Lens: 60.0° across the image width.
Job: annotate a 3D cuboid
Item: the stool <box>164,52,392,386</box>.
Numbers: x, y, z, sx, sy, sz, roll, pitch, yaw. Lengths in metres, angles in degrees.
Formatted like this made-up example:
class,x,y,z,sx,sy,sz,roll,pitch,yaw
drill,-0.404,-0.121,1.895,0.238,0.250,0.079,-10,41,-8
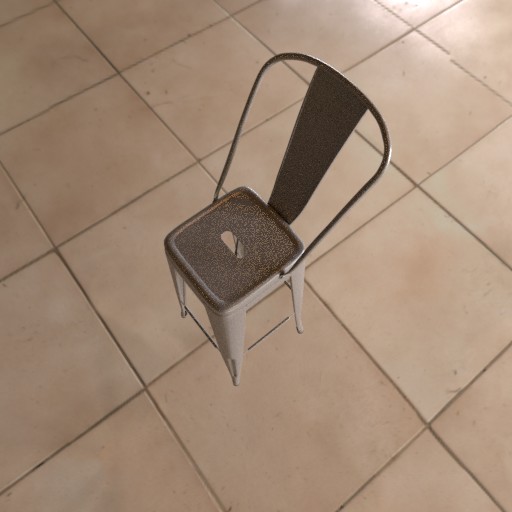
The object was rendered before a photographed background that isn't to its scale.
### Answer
class,x,y,z,sx,sy,sz,roll,pitch,yaw
stool,0.000,0.000,1.371,0.513,1.096,0.399,-36,70,-16
